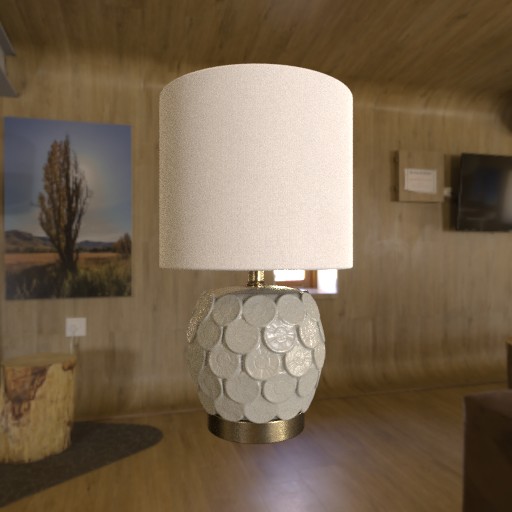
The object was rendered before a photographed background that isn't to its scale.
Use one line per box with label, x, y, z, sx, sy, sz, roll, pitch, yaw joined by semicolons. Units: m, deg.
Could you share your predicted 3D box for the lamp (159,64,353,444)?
lamp;0.000;0.000;0.596;0.254;0.452;0.254;0;0;0
